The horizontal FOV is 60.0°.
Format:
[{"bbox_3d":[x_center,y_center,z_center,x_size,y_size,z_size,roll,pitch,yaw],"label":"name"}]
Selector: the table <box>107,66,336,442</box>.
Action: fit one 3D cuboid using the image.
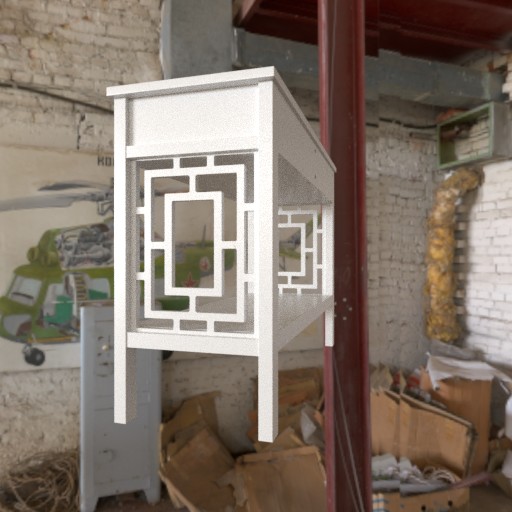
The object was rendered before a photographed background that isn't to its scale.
[{"bbox_3d":[0.000,0.000,1.444,0.397,0.753,1.068,0,0,17],"label":"table"}]
